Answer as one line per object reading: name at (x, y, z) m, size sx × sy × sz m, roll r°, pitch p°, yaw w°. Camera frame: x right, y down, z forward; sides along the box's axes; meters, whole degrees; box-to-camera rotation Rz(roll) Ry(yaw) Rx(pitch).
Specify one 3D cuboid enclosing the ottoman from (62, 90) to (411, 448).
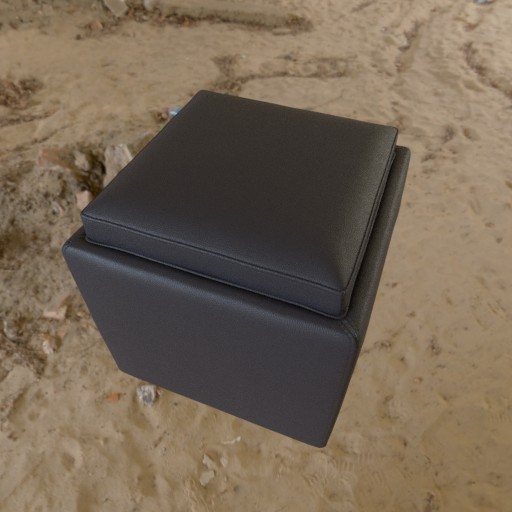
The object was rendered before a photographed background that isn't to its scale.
ottoman at (0.000, 0.000, 0.831) m, size 0.450 × 0.460 × 0.451 m, roll 16°, pitch 50°, yaw 14°
